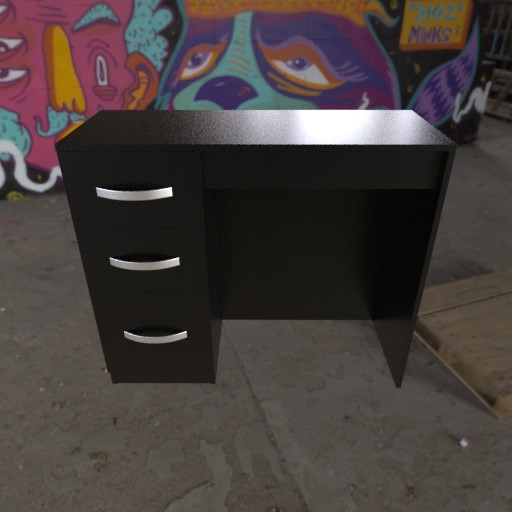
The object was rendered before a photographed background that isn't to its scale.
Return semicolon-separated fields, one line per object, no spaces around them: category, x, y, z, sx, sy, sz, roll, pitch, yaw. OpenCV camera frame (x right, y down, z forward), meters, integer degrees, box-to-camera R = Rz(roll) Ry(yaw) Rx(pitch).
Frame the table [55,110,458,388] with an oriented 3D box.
table;0.000;0.000;1.364;0.930;0.790;0.380;0;31;0
